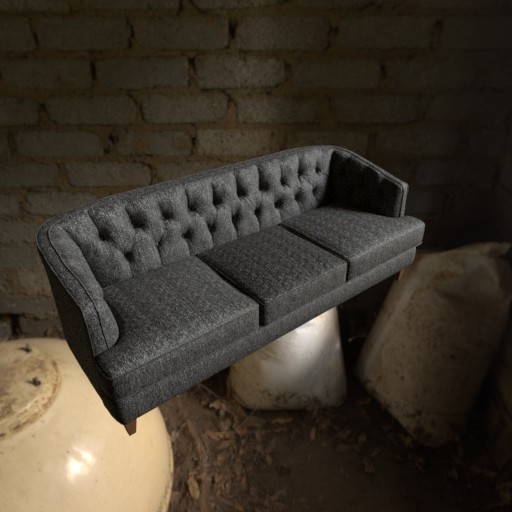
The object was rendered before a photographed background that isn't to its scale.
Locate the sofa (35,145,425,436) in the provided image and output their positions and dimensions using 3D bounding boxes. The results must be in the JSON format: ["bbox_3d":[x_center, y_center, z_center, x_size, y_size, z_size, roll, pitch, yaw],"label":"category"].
[{"bbox_3d":[0.000,0.000,2.714,2.278,0.855,0.941,-22,37,-33],"label":"sofa"}]
